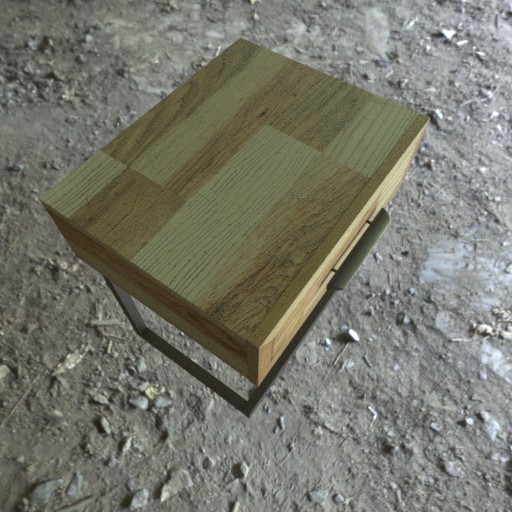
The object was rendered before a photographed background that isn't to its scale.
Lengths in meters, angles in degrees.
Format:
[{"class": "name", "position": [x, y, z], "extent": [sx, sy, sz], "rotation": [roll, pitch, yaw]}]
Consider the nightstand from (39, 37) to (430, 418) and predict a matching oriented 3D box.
[{"class": "nightstand", "position": [0.000, 0.000, 1.040], "extent": [0.481, 0.632, 0.558], "rotation": [31, 63, 18]}]
